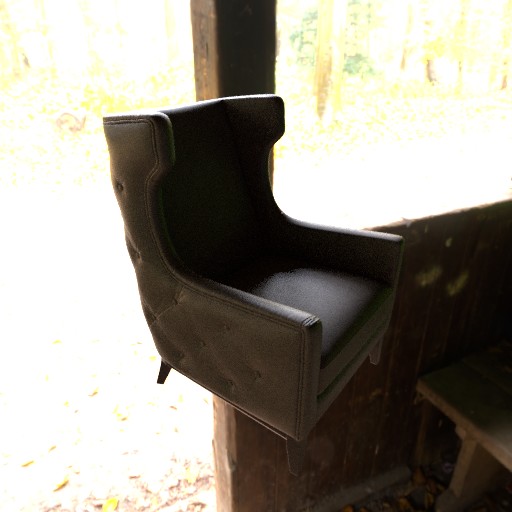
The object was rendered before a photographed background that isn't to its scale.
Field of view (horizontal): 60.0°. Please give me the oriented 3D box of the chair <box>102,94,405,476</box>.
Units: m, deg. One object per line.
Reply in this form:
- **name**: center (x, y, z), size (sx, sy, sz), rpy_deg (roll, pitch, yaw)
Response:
- **chair**: center (0.000, 0.000, 1.662), size (0.899, 1.079, 0.769), rpy_deg (17, 30, 31)
